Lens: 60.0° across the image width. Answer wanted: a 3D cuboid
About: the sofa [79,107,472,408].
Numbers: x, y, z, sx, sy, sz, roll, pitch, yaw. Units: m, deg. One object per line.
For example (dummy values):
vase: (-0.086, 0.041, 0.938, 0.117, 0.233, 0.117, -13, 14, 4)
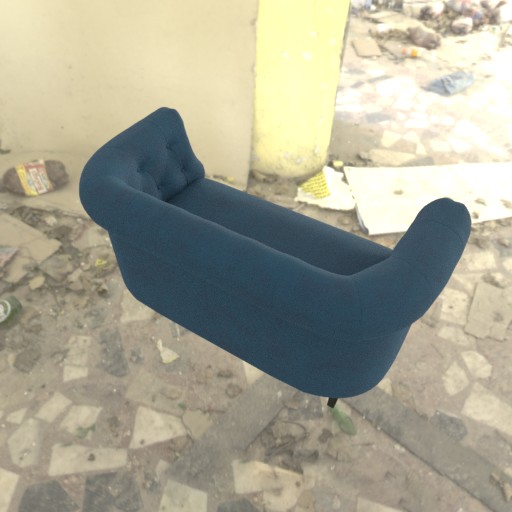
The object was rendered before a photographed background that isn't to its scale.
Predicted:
sofa: (0.000, 0.000, 2.003, 1.558, 0.827, 0.835, 24, 50, 22)
